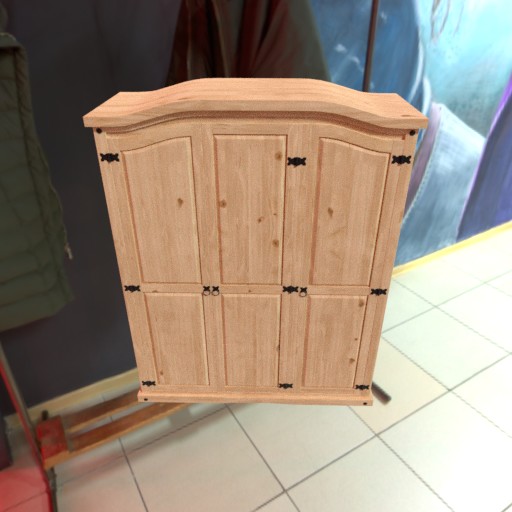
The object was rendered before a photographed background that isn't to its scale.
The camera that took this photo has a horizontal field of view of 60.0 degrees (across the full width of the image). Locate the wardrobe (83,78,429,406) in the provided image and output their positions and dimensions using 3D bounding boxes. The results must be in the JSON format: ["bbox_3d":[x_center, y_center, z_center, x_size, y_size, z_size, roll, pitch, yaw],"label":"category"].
[{"bbox_3d":[0.000,0.000,2.600,1.500,1.870,0.570,1,31,1],"label":"wardrobe"}]
